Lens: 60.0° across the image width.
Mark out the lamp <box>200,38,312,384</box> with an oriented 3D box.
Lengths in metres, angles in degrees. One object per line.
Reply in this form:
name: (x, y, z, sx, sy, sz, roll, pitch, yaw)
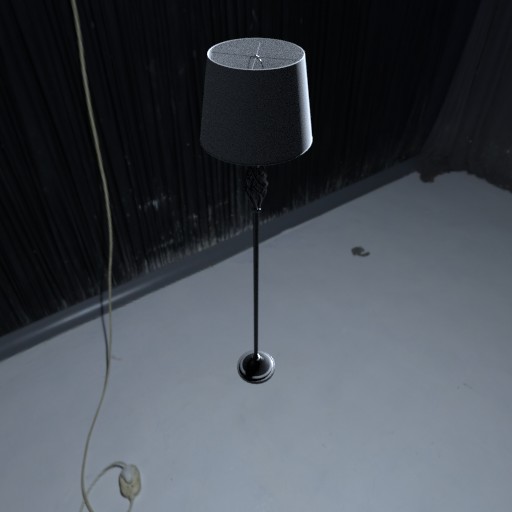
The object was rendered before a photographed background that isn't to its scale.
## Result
lamp: (0.000, 0.000, 1.860, 0.379, 1.623, 0.379, 0, 42, 0)
